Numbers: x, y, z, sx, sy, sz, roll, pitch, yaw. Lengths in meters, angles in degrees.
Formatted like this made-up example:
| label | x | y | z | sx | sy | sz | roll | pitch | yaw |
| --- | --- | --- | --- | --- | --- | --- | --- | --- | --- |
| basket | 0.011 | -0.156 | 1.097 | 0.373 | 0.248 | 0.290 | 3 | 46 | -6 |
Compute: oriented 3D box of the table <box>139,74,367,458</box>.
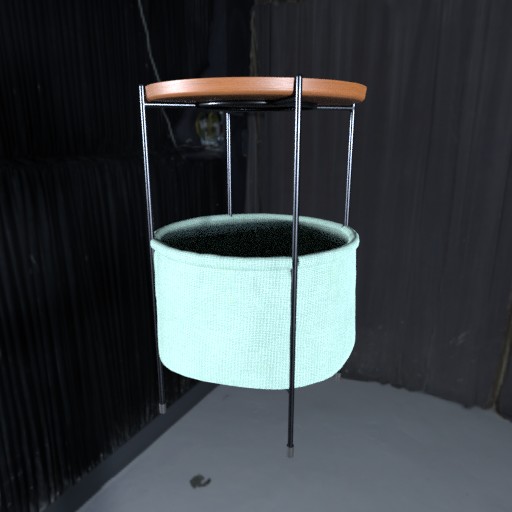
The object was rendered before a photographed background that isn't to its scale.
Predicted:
| label | x | y | z | sx | sy | sz | roll | pitch | yaw |
| --- | --- | --- | --- | --- | --- | --- | --- | --- | --- |
| table | 0.000 | 0.000 | 0.874 | 0.400 | 0.623 | 0.400 | 8 | 17 | 26 |
